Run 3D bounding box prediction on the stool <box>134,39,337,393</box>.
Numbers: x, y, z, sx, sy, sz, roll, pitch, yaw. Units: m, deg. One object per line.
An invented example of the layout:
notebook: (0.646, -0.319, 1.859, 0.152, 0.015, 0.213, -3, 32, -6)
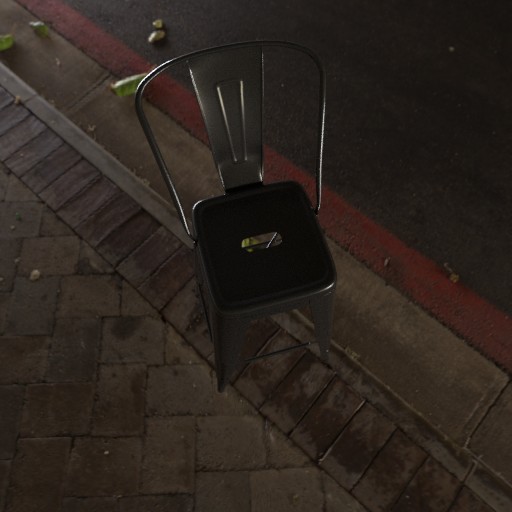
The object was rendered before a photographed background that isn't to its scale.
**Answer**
stool: (0.000, 0.000, 1.287, 0.432, 1.022, 0.528, -14, 65, -7)
